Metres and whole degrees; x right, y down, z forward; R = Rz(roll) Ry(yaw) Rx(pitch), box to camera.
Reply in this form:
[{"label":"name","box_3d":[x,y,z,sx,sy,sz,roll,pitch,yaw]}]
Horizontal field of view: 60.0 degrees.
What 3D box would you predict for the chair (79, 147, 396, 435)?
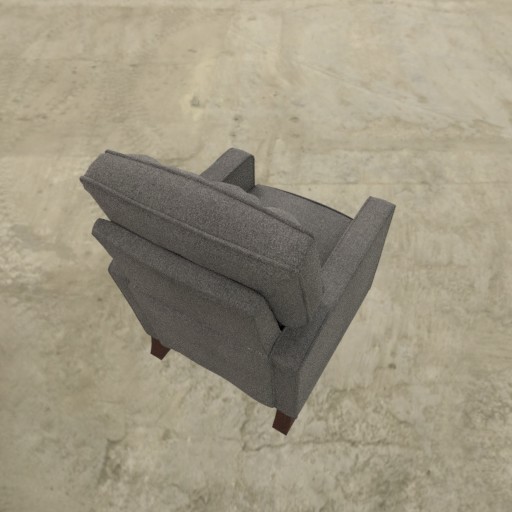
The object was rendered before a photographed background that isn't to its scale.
[{"label":"chair","box_3d":[0.000,0.000,1.422,0.650,0.889,0.775,24,51,21]}]
